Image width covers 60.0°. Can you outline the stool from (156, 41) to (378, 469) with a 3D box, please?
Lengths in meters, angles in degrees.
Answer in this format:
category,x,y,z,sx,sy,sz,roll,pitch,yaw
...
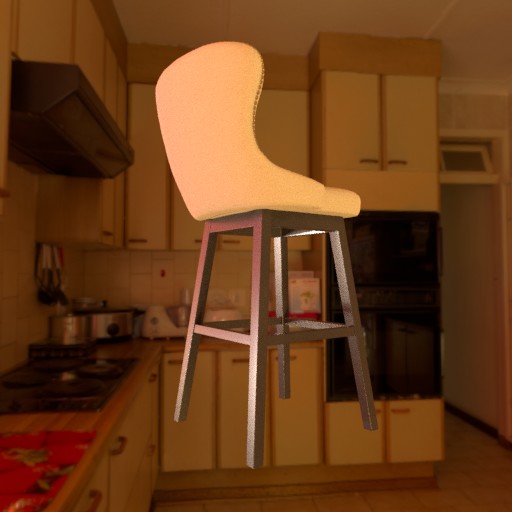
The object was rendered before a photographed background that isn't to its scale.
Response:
category,x,y,z,sx,sy,sz,roll,pitch,yaw
stool,0.000,0.000,1.386,0.605,1.066,0.528,2,-3,-36
